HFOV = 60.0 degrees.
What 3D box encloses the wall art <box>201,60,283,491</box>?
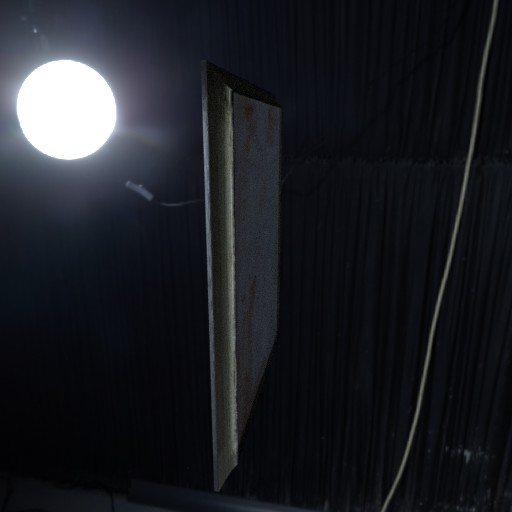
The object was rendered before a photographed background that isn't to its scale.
[{"bbox_3d":[0.000,0.000,0.624,0.023,0.457,0.381,3,16,11],"label":"wall art"}]
